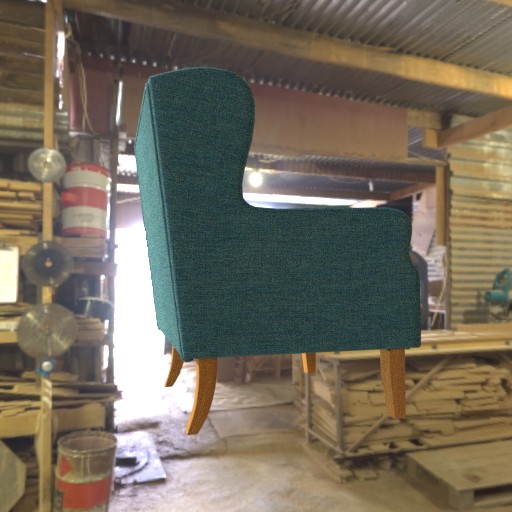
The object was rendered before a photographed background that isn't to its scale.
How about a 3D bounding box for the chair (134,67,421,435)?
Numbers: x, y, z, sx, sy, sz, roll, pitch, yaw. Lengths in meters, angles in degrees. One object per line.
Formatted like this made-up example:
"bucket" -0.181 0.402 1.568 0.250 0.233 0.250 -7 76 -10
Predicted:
"chair" 0.000 0.000 1.495 0.775 0.952 0.711 1 -2 -18
